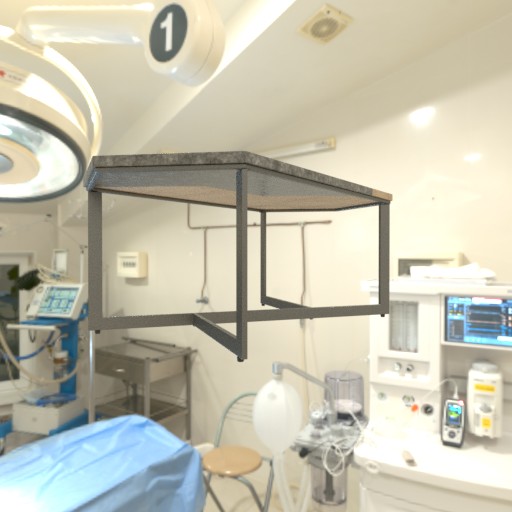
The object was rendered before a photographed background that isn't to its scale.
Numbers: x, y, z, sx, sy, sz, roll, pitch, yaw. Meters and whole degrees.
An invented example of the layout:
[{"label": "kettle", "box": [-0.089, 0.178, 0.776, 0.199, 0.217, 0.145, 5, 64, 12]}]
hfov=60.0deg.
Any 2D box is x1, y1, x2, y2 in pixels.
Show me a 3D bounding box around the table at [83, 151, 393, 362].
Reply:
[{"label": "table", "box": [0.000, 0.000, 1.481, 0.609, 0.457, 1.219, 0, 1, 37]}]
